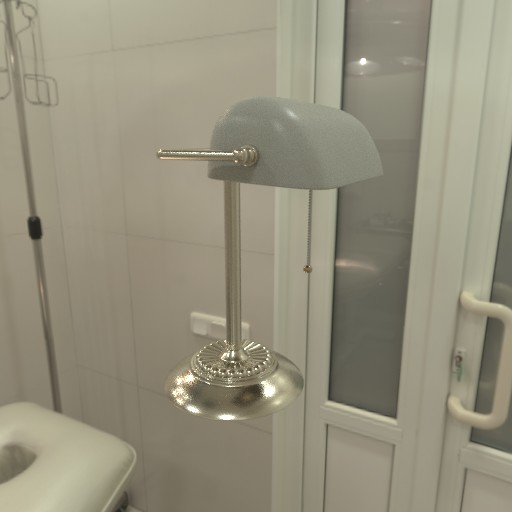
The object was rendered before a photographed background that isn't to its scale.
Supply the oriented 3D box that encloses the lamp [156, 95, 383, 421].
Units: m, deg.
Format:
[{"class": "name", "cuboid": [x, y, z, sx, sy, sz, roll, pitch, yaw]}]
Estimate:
[{"class": "lamp", "cuboid": [0.000, 0.000, 0.518, 0.243, 0.339, 0.264, 8, 17, 28]}]
